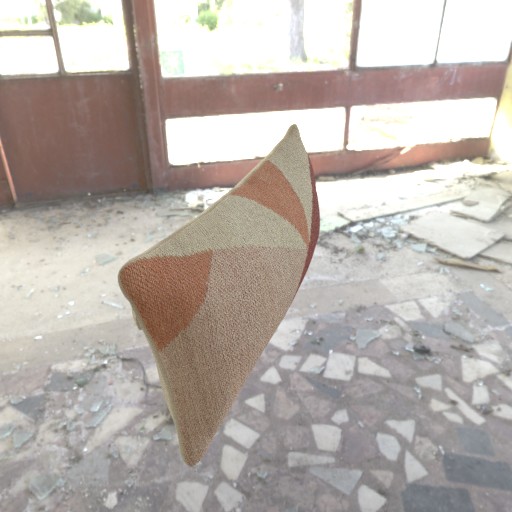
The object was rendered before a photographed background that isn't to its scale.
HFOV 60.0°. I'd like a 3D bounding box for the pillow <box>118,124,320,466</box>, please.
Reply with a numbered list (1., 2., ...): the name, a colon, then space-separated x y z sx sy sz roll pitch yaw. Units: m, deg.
1. pillow: 0.000 0.000 0.718 0.155 0.292 0.609 10 31 17
